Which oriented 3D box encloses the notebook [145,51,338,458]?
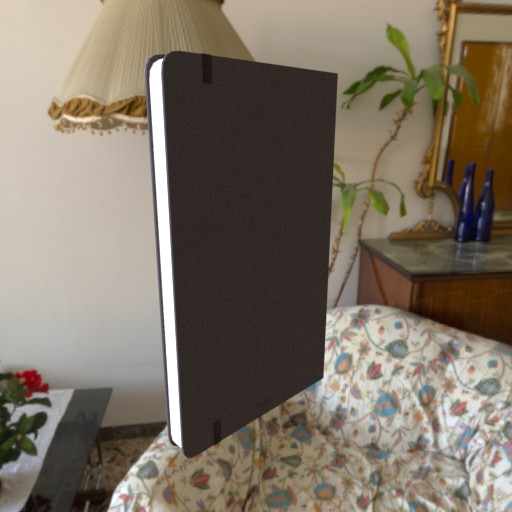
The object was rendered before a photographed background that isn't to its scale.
[{"bbox_3d":[0.000,0.000,0.265,0.127,0.213,0.016,-15,22,-42],"label":"notebook"}]
